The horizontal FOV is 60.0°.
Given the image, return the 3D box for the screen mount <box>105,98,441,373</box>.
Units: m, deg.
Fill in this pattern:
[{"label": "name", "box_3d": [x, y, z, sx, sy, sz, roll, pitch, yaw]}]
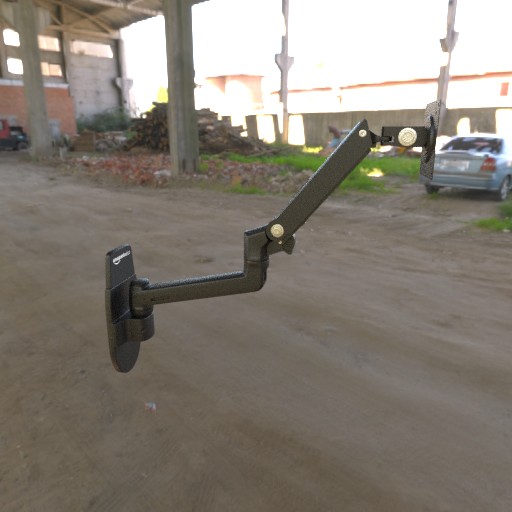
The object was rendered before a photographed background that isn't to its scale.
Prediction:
[{"label": "screen mount", "box_3d": [0.000, 0.000, 0.716, 0.495, 0.466, 0.115, 3, 16, 11]}]
